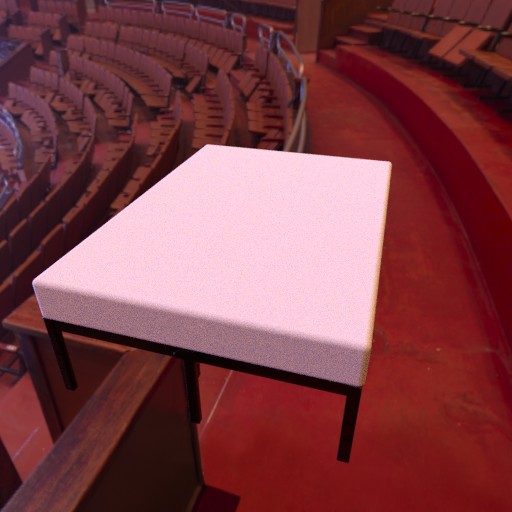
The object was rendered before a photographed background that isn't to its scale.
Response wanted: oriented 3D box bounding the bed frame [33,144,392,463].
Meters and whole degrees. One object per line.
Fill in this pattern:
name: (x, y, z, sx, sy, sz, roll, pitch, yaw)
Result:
bed frame: (0.000, 0.000, 2.649, 1.408, 0.659, 1.956, 9, 33, 14)
